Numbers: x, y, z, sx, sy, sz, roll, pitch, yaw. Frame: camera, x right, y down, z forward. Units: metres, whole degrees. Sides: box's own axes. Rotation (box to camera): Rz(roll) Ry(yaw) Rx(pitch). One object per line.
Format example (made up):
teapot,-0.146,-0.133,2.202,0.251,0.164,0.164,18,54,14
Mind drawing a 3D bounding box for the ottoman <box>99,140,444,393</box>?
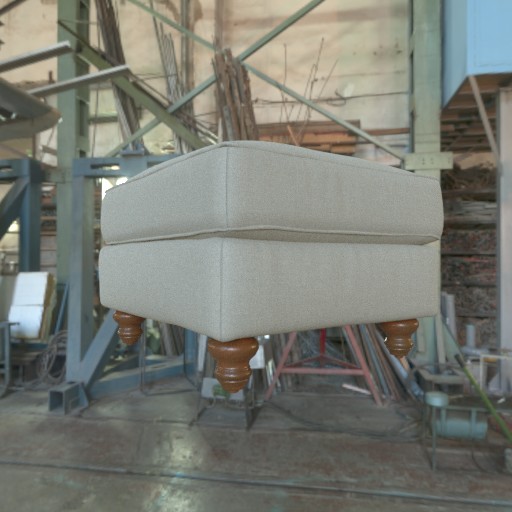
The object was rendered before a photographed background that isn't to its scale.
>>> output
ottoman,0.000,0.000,1.178,0.662,0.505,0.716,0,0,-35
